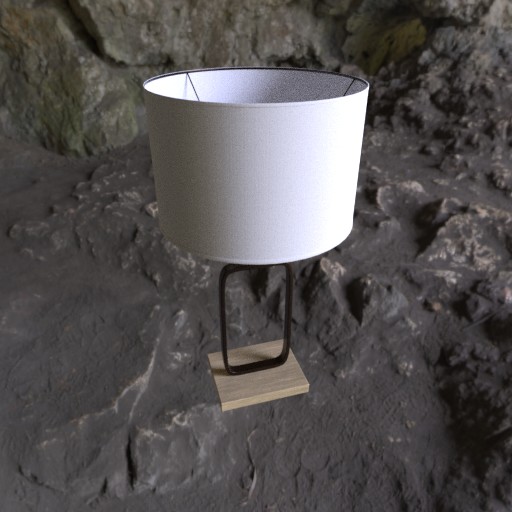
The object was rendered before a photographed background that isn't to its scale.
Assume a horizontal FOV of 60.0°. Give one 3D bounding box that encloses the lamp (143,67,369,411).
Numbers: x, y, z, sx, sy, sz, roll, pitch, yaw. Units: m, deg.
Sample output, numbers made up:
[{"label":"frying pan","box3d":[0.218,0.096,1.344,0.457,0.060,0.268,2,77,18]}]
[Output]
[{"label":"lamp","box3d":[0.000,0.000,0.685,0.279,0.508,0.279,-8,31,-14]}]
